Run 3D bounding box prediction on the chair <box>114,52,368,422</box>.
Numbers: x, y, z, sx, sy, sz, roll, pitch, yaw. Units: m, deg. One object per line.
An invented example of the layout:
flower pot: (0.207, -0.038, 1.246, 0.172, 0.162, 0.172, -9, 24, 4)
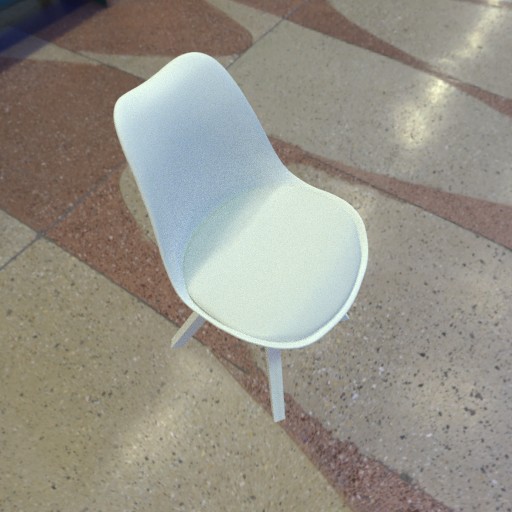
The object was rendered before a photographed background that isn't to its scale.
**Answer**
chair: (0.000, 0.000, 1.160, 0.550, 0.850, 0.485, 30, 60, 19)
